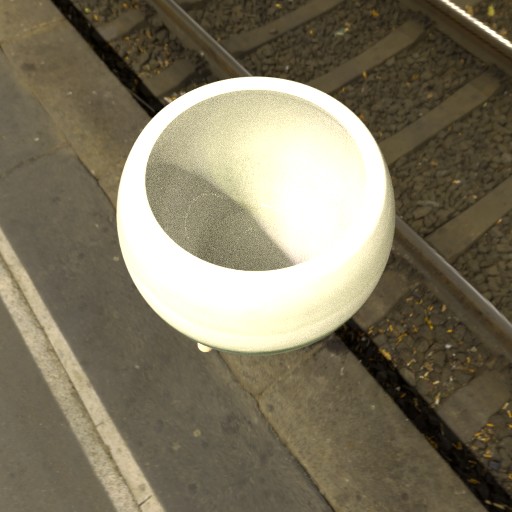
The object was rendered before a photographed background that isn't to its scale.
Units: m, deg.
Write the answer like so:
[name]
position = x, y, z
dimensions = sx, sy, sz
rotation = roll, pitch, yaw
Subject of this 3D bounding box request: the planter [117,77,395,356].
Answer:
[planter]
position = 0.000, 0.000, 0.434
dimensions = 0.222, 0.278, 0.222
rotation = 0, 64, 0
